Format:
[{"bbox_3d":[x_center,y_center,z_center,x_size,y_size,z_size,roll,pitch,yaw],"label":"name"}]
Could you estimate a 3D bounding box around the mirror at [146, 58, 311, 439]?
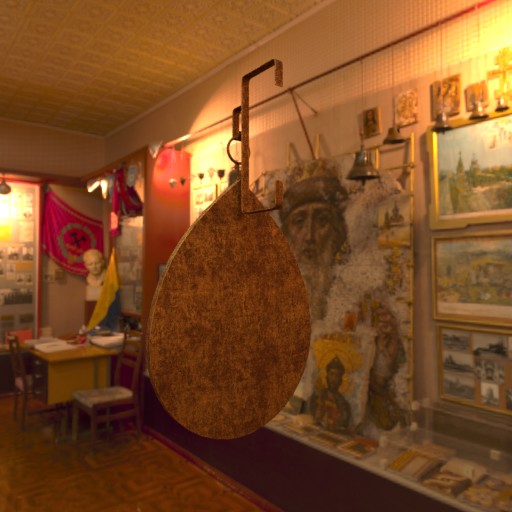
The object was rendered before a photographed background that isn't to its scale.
[{"bbox_3d":[0.000,0.000,0.885,0.405,0.744,0.144,1,-2,-37],"label":"mirror"}]
